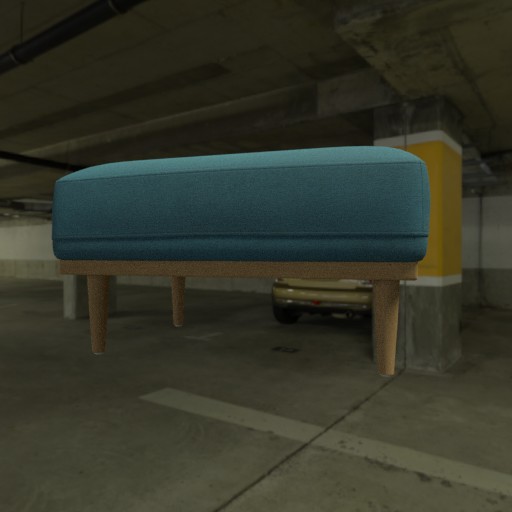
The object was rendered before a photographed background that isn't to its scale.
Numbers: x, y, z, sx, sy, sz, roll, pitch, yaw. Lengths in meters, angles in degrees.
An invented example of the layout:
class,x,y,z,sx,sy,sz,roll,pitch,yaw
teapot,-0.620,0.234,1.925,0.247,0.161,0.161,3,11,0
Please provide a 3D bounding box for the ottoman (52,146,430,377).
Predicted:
class,x,y,z,sx,sy,sz,roll,pitch,yaw
ottoman,0.000,0.000,1.066,0.749,0.428,0.549,0,0,17
